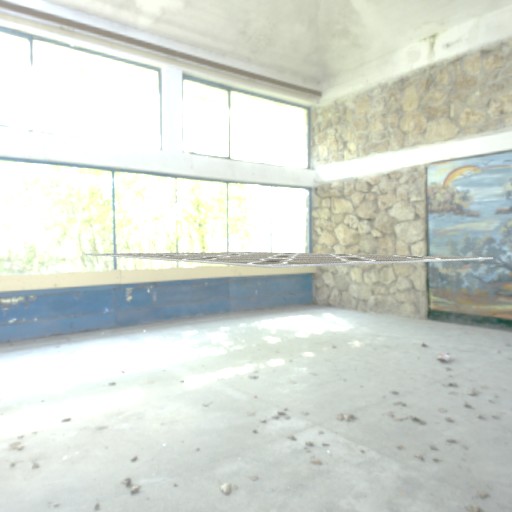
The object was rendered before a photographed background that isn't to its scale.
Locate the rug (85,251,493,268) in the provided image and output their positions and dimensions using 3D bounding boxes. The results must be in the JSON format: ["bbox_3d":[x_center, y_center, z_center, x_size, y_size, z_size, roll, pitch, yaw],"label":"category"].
[{"bbox_3d":[0.000,0.000,2.851,1.522,0.008,2.284,-1,2,-36],"label":"rug"}]
